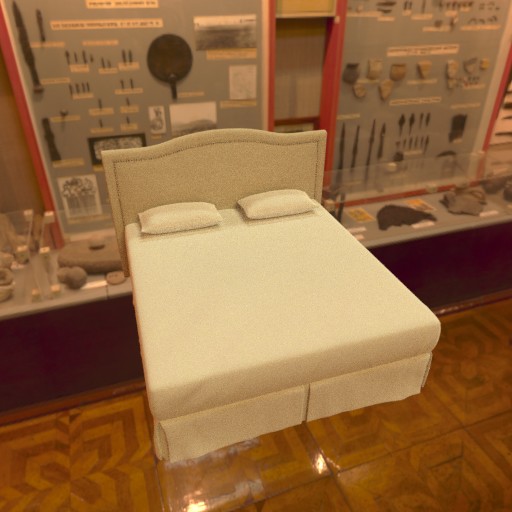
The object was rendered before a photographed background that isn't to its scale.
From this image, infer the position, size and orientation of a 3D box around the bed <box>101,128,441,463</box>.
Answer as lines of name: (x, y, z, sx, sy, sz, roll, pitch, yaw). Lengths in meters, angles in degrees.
bed: (0.000, 0.000, 3.474, 2.083, 1.421, 2.182, -10, 33, -15)
